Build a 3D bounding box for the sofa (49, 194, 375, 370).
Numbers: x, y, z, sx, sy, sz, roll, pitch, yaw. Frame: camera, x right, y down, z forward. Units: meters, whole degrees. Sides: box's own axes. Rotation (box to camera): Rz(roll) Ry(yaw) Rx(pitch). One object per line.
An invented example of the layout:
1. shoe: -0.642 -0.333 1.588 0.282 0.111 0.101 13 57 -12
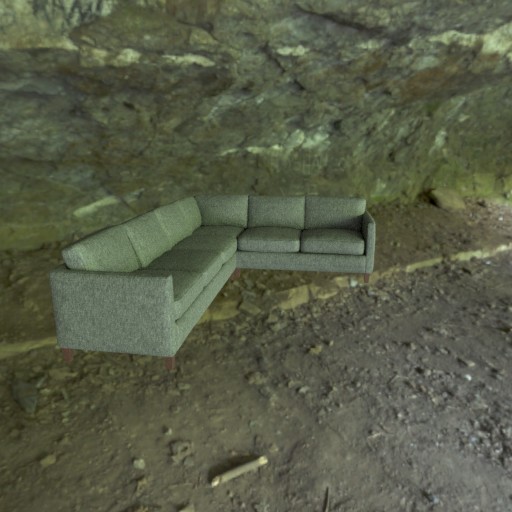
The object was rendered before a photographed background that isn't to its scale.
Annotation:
1. sofa: 0.000 0.000 4.589 2.593 0.947 3.302 2 14 8
